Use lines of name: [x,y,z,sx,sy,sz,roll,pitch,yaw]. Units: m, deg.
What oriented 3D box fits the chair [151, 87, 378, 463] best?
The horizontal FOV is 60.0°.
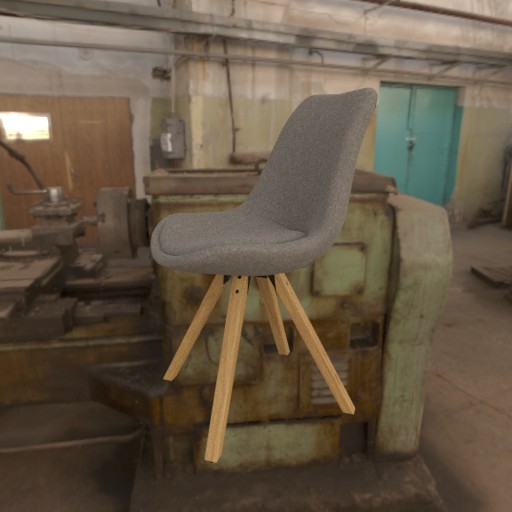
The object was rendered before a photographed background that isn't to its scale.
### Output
chair: [0.000,0.000,1.213,0.550,0.865,0.483,-7,17,-24]
